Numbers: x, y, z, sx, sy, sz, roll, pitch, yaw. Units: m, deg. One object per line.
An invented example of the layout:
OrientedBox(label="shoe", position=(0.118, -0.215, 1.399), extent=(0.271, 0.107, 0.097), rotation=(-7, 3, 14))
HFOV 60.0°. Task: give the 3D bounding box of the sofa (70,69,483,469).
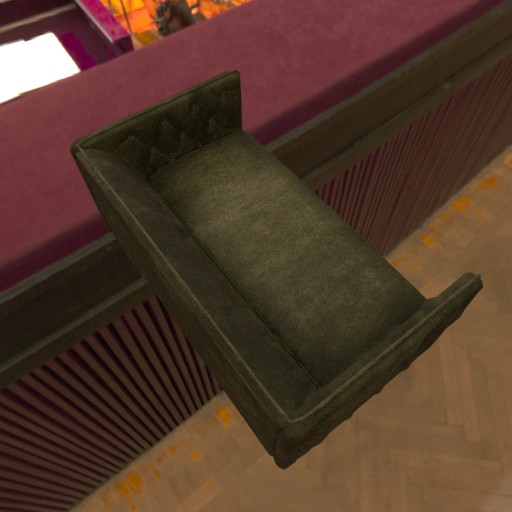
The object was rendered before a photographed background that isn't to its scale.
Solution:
OrientedBox(label="sofa", position=(0.000, 0.000, 2.018), extent=(0.895, 0.768, 1.537), rotation=(-33, 63, -19))
